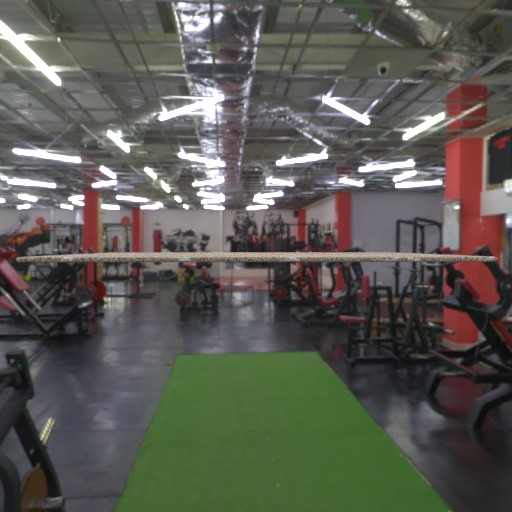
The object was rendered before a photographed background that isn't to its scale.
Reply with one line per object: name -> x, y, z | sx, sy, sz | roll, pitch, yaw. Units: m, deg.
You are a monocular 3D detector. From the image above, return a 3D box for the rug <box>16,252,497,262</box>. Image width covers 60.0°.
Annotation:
rug -> 0.000, 0.000, 3.394 | 2.743, 0.030, 1.778 | 0, 1, -2
